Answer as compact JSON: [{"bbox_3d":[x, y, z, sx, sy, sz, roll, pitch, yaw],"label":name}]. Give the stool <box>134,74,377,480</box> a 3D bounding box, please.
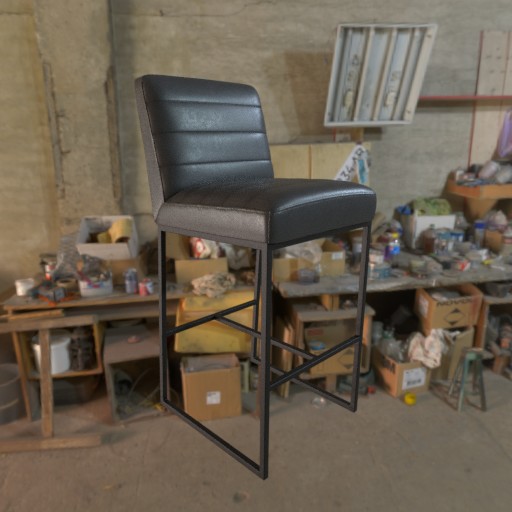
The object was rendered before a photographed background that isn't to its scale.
[{"bbox_3d":[0.000,0.000,1.345,0.457,1.040,0.552,-14,21,-43],"label":"stool"}]
